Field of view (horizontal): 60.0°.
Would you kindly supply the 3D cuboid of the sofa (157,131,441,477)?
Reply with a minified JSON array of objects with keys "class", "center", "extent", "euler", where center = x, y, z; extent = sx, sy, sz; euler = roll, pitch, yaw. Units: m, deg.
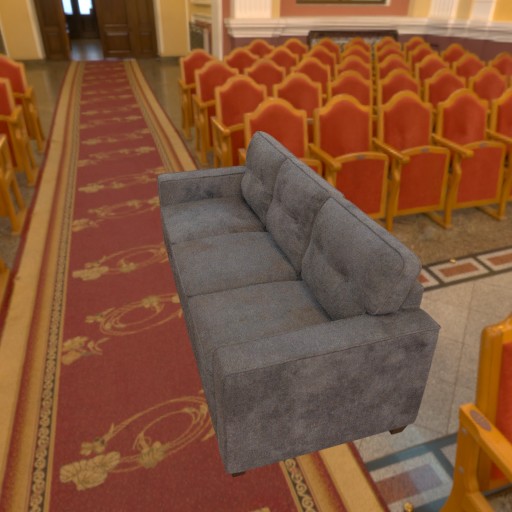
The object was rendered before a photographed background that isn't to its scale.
[{"class":"sofa","center":[0.000,0.000,2.611],"extent":[0.939,0.965,2.133],"euler":[-9,32,-15]}]
